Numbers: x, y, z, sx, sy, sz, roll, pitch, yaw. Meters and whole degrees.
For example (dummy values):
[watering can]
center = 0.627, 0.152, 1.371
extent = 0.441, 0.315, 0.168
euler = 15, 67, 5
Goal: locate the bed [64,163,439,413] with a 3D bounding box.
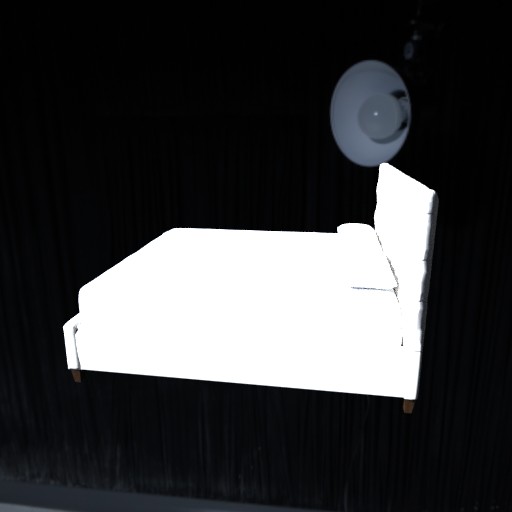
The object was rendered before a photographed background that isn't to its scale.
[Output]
[bed]
center = 0.000, 0.000, 3.763
extent = 2.387, 1.427, 2.078
euler = 2, 16, 9
